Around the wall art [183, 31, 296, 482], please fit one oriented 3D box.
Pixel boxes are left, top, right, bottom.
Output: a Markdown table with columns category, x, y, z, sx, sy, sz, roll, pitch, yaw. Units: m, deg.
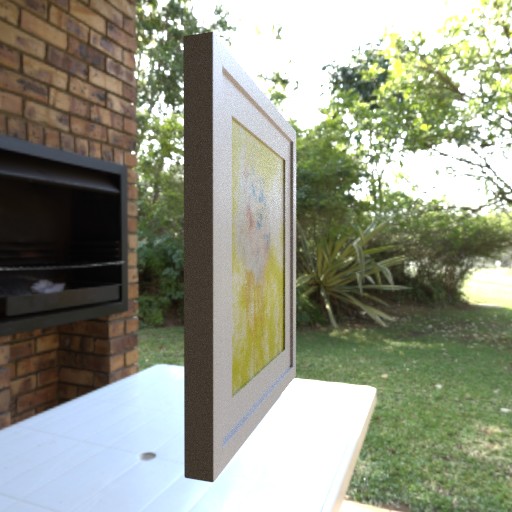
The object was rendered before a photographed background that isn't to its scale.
| category | x | y | z | sx | sy | sz | roll | pitch | yaw |
| --- | --- | --- | --- | --- | --- | --- | --- | --- | --- |
| wall art | 0.000 | 0.000 | 0.535 | 0.028 | 0.381 | 0.331 | 0 | 1 | 17 |
